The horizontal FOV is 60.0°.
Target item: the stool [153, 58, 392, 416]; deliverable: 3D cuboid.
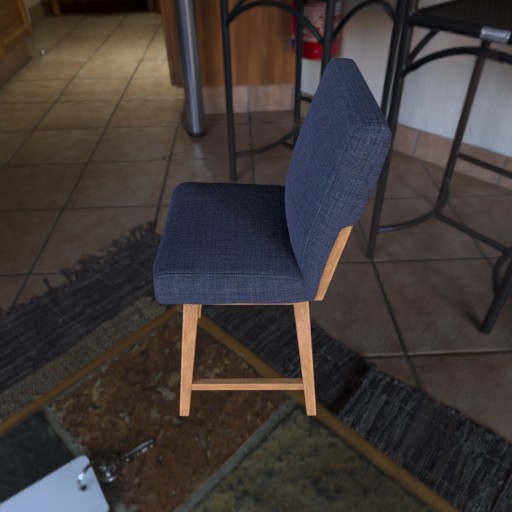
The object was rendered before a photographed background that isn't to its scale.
[{"bbox_3d":[0.000,0.000,1.316,0.526,1.010,0.459,0,41,0],"label":"stool"}]
